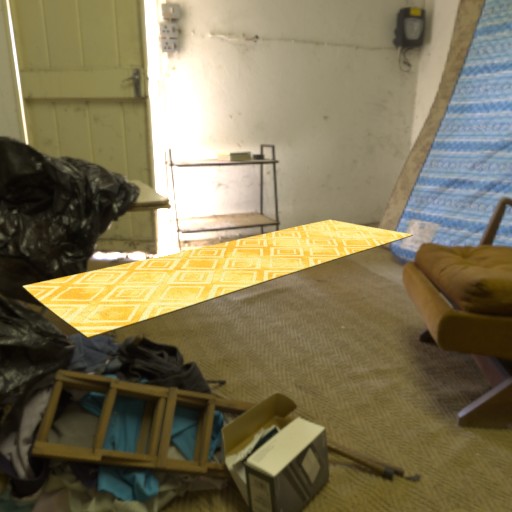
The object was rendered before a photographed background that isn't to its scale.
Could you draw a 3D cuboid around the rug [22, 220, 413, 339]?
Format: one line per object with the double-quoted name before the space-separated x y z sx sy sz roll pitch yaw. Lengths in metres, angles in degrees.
"rug" 0.000 0.000 2.700 2.438 0.010 0.775 -14 21 -41
